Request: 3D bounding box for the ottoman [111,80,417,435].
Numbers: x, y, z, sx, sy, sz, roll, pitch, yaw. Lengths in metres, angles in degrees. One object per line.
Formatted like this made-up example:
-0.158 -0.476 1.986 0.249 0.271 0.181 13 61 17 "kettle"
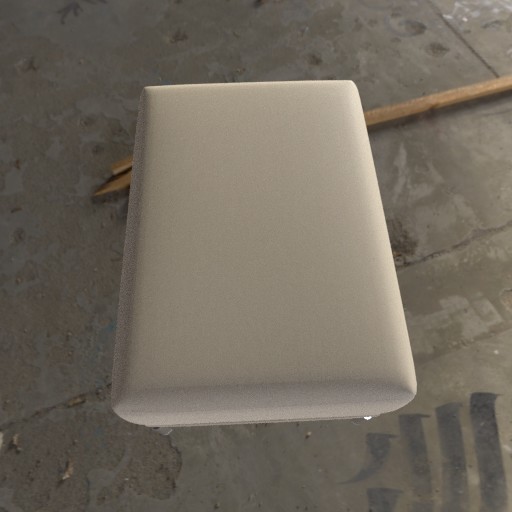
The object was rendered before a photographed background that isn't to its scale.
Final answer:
0.000 0.000 1.169 0.581 0.497 0.835 -2 63 -1 "ottoman"
